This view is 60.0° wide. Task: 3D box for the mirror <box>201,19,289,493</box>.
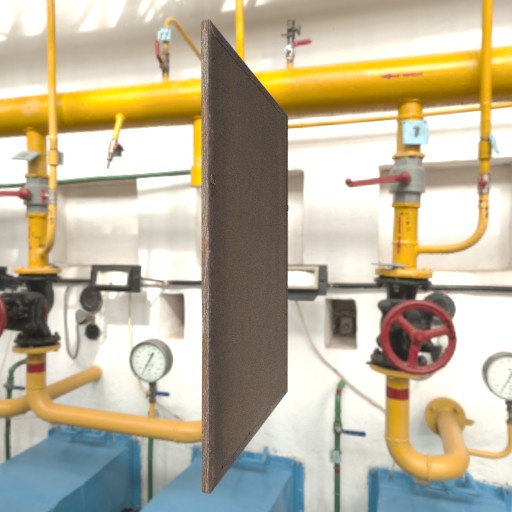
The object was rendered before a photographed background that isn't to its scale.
[{"bbox_3d":[0.000,0.000,1.267,0.025,0.996,0.705,0,1,17],"label":"mirror"}]
